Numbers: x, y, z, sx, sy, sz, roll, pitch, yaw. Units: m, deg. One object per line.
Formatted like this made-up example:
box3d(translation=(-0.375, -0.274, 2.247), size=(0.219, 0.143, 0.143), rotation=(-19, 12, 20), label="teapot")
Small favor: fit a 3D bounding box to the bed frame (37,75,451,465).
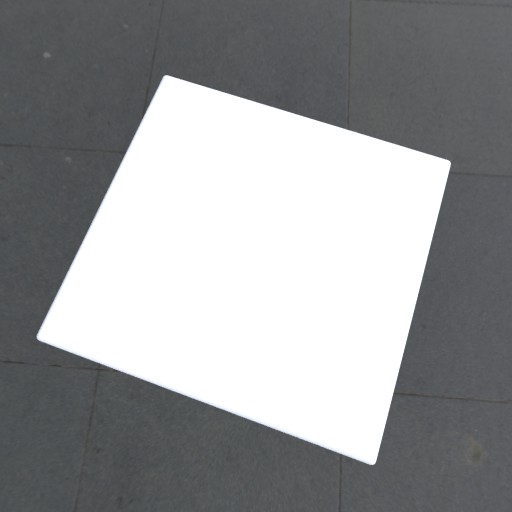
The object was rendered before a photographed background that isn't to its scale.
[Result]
box3d(translation=(0.000, 0.000, 2.966), size=(2.033, 0.525, 1.935), rotation=(19, 74, 5), label="bed frame")
